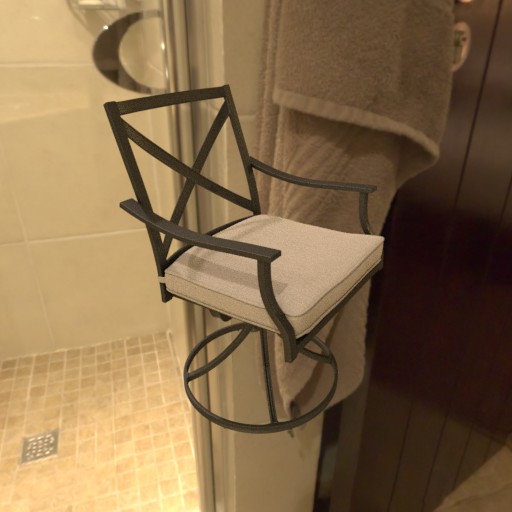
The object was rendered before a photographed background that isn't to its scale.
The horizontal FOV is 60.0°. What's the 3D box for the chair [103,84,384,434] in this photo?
[{"bbox_3d":[0.000,0.000,1.328,0.620,0.889,0.575,18,32,31],"label":"chair"}]
